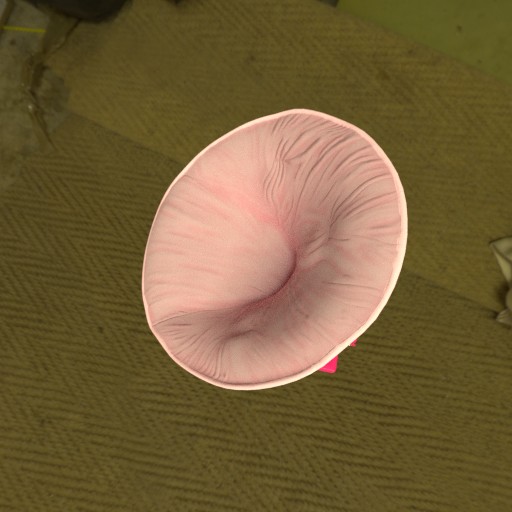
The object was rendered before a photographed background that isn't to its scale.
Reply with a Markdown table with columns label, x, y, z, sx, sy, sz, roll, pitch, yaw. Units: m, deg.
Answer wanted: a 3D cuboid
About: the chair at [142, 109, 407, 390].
| label | x | y | z | sx | sy | sz | roll | pitch | yaw |
| --- | --- | --- | --- | --- | --- | --- | --- | --- | --- |
| chair | 0.000 | 0.000 | 0.900 | 0.459 | 0.494 | 0.522 | 9 | 74 | 3 |
